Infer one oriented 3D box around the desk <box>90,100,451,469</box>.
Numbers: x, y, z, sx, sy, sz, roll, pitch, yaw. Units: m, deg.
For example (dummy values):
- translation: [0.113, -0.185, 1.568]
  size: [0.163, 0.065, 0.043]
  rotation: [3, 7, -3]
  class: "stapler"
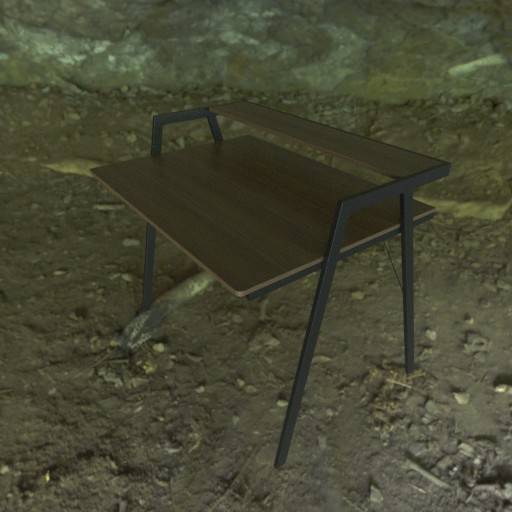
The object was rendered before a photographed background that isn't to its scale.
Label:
- translation: [0.000, 0.000, 1.900]
  size: [0.936, 0.998, 1.143]
  rotation: [-21, 37, -31]
  class: "desk"
